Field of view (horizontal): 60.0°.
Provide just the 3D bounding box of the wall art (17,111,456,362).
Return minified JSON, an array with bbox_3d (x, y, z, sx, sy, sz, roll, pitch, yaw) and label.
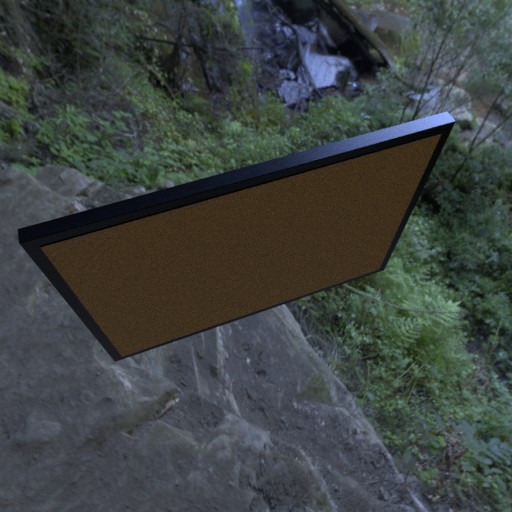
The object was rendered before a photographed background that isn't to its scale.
[{"bbox_3d":[0.000,0.000,0.829,0.657,0.458,0.027,-17,59,-11],"label":"wall art"}]
